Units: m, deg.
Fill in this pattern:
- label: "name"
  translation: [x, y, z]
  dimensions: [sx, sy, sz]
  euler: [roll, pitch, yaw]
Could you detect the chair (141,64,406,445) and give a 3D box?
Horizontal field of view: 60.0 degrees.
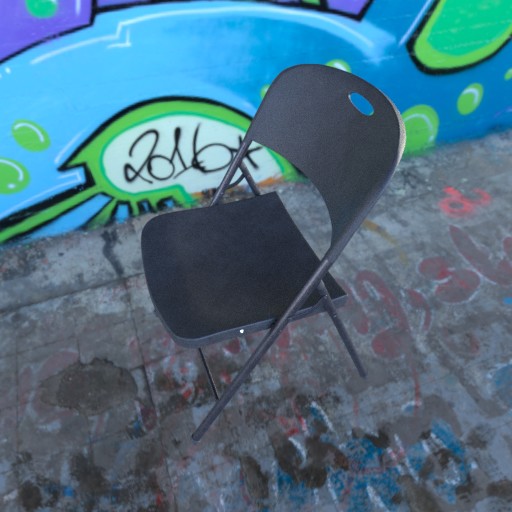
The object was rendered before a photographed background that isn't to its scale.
- label: "chair"
  translation: [0.000, 0.000, 1.148]
  dimensions: [0.567, 0.810, 0.494]
  euler: [-16, 48, -15]
